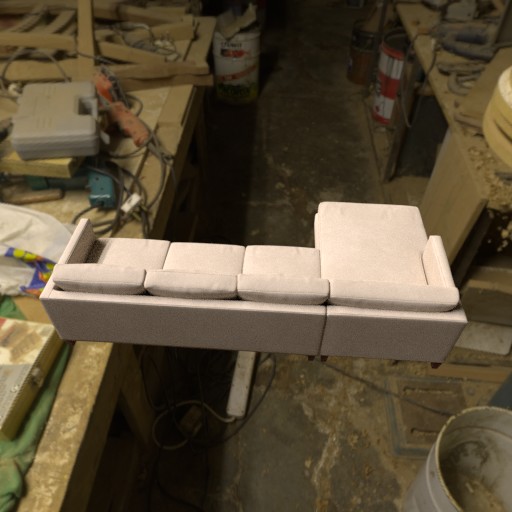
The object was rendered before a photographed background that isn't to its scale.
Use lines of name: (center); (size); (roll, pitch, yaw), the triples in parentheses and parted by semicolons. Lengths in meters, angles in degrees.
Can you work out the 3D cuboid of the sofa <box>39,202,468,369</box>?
sofa: (0.000, 0.000, 3.990); (3.186, 0.846, 1.625); (3, 46, 3)
